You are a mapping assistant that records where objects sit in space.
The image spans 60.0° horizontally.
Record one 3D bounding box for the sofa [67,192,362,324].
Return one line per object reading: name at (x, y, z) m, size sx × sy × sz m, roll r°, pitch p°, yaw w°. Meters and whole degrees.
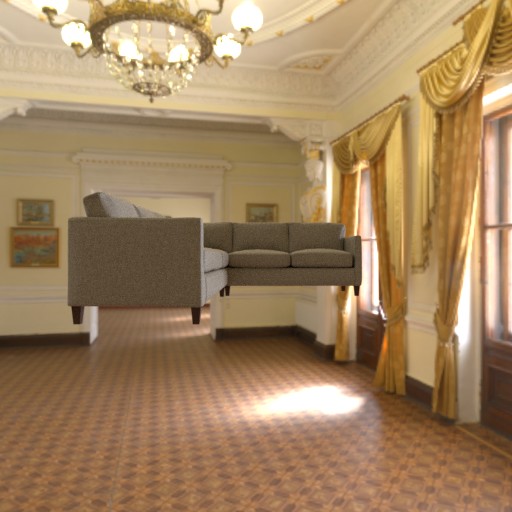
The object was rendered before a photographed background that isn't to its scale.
sofa at (0.000, 0.000, 4.574) m, size 2.593 × 0.947 × 3.302 m, roll 0°, pitch 0°, yaw 0°
